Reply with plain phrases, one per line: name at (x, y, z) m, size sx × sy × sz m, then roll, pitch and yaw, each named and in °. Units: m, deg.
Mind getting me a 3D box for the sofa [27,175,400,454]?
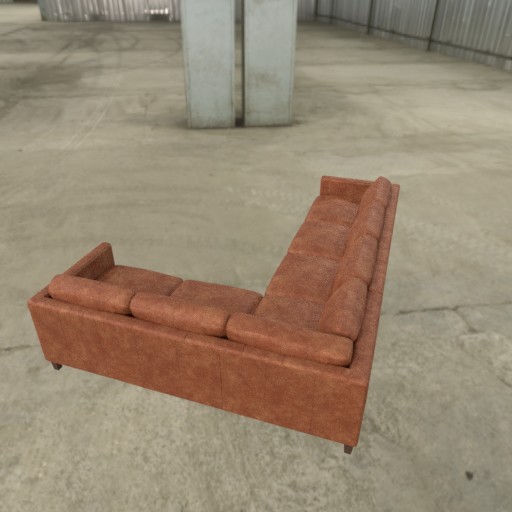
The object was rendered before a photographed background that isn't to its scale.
sofa at (0.000, 0.000, 4.255) m, size 2.438 × 0.838 × 3.167 m, roll 10°, pitch 33°, yaw 16°
